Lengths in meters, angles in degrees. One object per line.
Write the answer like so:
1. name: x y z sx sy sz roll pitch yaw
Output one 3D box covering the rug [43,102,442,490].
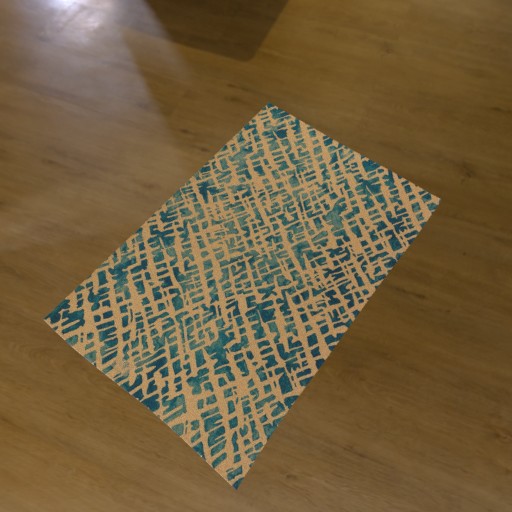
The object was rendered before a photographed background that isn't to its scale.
1. rug: 0.000 0.000 2.317 1.209 0.011 1.830 35 68 16
